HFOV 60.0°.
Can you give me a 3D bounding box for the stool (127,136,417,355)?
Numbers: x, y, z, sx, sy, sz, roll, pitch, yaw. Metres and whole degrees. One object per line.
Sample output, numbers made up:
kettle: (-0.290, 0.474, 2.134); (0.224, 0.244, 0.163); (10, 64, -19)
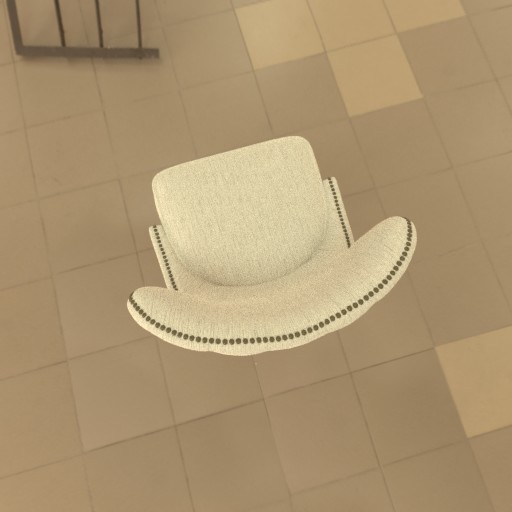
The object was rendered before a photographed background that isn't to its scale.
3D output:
stool: (0.000, 0.000, 1.357); (0.615, 0.972, 0.597); (-16, 77, -4)
